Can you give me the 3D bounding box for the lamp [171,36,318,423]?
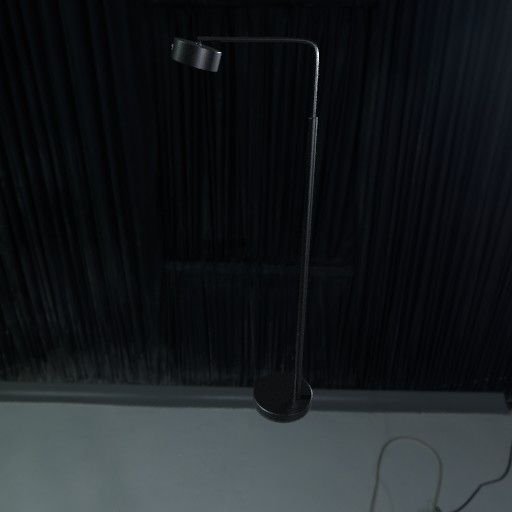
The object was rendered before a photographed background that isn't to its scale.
[{"bbox_3d":[0.000,0.000,1.384,0.418,1.230,0.219,0,28,0],"label":"lamp"}]
